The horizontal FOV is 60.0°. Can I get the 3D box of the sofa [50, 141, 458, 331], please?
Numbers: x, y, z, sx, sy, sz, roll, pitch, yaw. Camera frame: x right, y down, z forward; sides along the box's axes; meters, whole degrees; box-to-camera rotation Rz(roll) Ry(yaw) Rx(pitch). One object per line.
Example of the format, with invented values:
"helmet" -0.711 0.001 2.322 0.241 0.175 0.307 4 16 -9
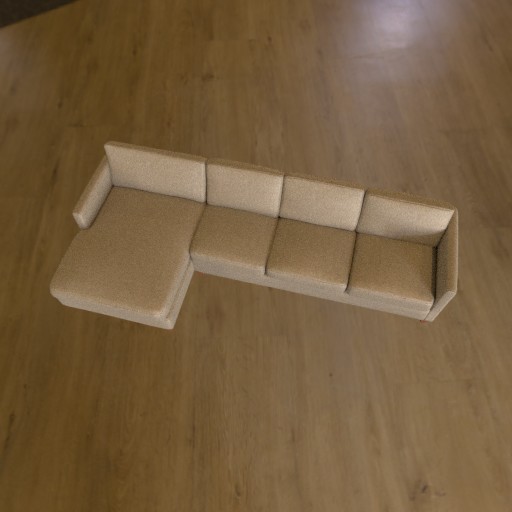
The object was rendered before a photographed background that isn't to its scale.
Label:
"sofa" 0.000 0.000 3.789 3.201 0.876 1.502 12 59 7
